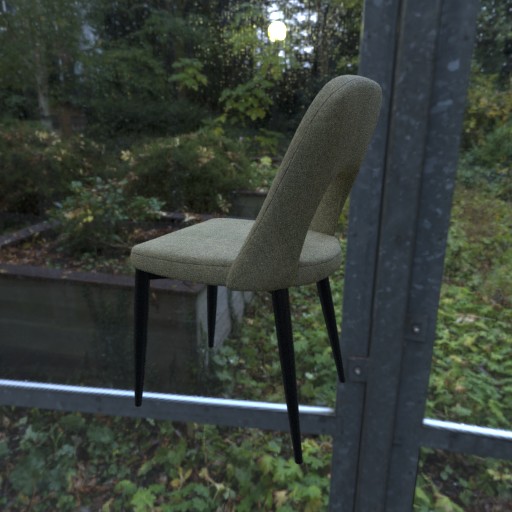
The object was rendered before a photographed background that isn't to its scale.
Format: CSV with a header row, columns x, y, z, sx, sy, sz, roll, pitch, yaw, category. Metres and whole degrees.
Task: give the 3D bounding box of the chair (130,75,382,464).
x,y,z,sx,sy,sz,roll,pitch,yaw,category
0.000,0.000,1.271,0.612,0.931,0.470,8,18,25,chair
